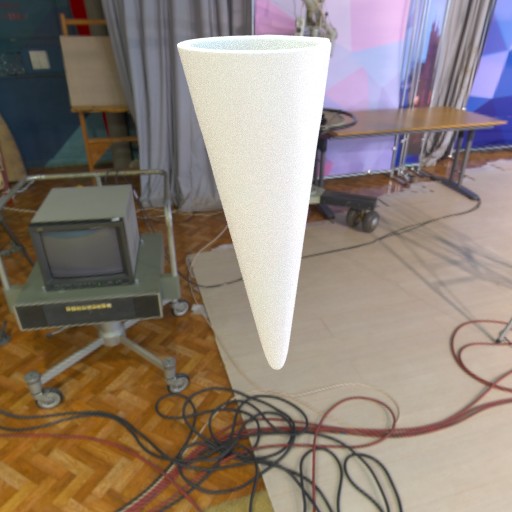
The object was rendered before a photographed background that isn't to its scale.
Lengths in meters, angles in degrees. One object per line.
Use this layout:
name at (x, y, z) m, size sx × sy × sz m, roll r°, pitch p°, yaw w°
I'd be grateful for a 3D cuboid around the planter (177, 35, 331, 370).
planter at (0.000, 0.000, 0.221) m, size 0.057 × 0.193 × 0.064 m, roll 19°, pitch 36°, yaw 29°
